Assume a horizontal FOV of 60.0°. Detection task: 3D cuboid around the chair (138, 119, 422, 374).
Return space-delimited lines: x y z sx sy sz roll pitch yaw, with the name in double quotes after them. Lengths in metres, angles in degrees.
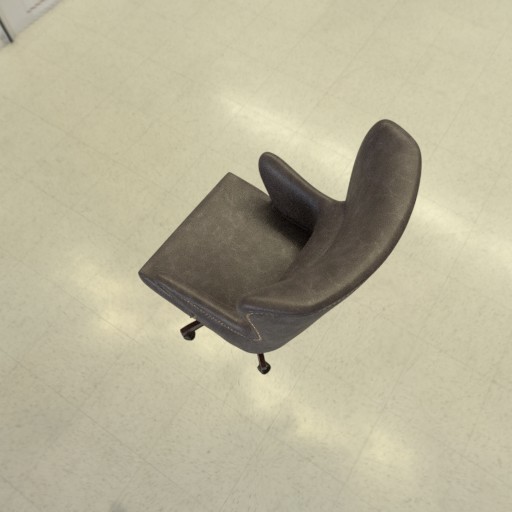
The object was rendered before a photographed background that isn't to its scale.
0.000 0.000 1.457 0.717 1.037 0.594 33 69 14 "chair"
